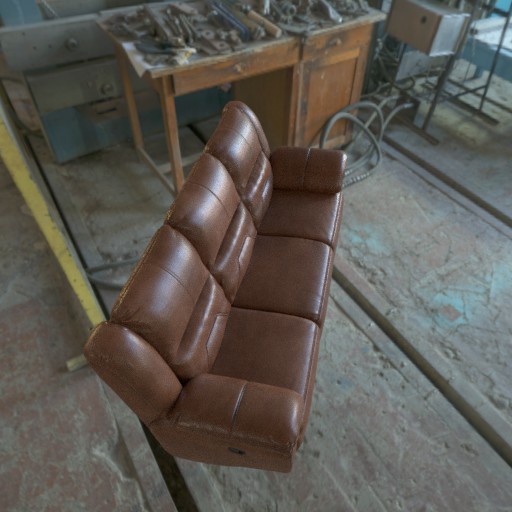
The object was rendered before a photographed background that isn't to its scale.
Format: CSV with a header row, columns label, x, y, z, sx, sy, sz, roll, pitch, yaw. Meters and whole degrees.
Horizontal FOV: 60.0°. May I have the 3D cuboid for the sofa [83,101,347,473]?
label,x,y,z,sx,sy,sz,roll,pitch,yaw
sofa,0.000,0.000,2.806,0.991,1.043,2.337,10,47,9
